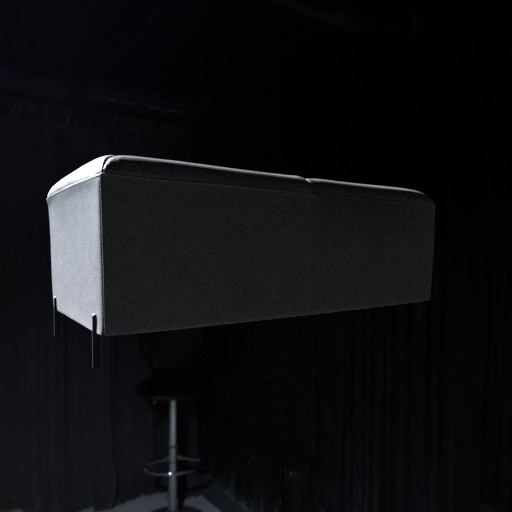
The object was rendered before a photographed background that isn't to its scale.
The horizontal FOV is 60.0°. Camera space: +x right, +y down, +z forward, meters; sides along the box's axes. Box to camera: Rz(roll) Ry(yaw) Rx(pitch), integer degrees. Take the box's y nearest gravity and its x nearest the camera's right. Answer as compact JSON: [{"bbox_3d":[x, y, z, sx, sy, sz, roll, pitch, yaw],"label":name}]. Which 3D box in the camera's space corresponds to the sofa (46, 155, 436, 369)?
[{"bbox_3d":[0.000,0.000,2.322,1.878,0.747,0.905,-1,1,-35],"label":"sofa"}]
